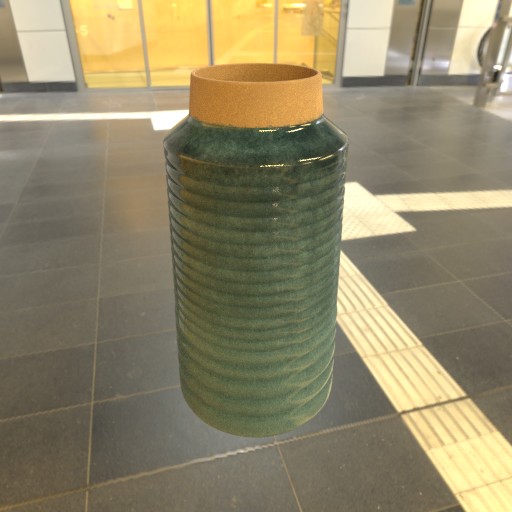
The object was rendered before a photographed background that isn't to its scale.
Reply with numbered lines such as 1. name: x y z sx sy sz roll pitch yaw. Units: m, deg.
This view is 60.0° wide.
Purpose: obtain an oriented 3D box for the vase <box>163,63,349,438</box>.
1. vase: 0.000 0.000 0.407 0.163 0.316 0.163 0 31 0
